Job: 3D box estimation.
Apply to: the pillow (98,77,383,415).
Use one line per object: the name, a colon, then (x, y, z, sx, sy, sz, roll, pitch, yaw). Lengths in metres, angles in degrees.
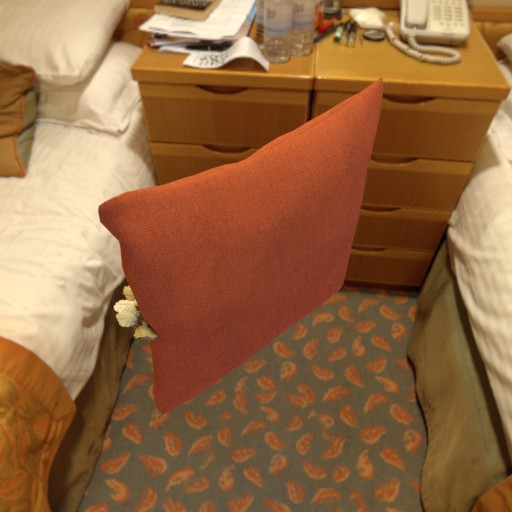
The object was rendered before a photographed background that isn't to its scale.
pillow: (0.000, 0.000, 0.739, 0.490, 0.482, 0.165, -31, 54, -26)
